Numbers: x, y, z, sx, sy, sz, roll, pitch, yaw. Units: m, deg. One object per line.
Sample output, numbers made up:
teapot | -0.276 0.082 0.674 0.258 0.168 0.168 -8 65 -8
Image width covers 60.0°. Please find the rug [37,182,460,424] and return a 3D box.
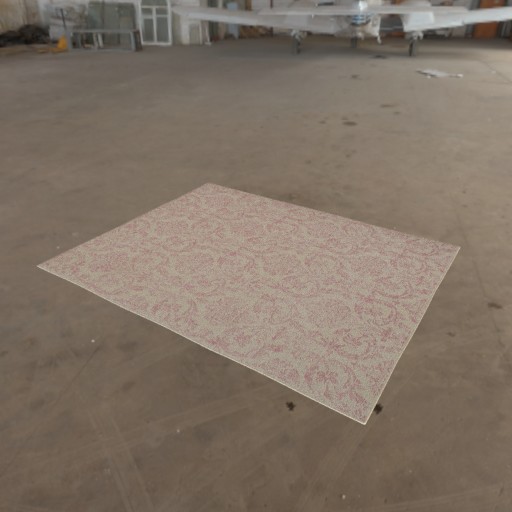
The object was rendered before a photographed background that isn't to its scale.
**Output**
rug | 0.000 0.000 3.966 2.980 0.012 2.363 19 35 28
